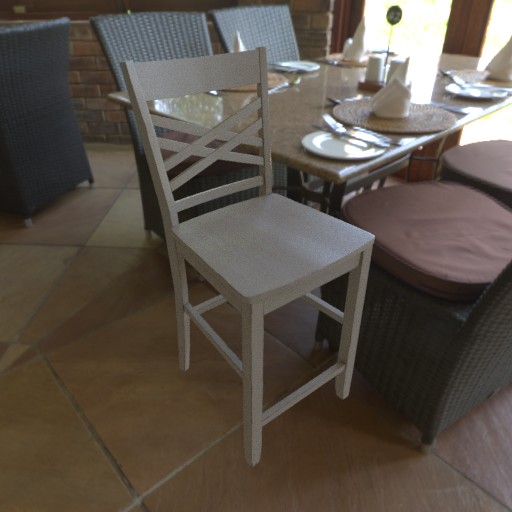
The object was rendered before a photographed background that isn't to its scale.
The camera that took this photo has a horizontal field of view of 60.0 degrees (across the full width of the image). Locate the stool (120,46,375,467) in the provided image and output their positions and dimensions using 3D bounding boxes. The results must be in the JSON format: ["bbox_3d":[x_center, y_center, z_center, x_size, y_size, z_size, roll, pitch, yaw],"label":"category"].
[{"bbox_3d":[0.000,0.000,1.341,0.462,1.079,0.539,-23,39,-32],"label":"stool"}]
